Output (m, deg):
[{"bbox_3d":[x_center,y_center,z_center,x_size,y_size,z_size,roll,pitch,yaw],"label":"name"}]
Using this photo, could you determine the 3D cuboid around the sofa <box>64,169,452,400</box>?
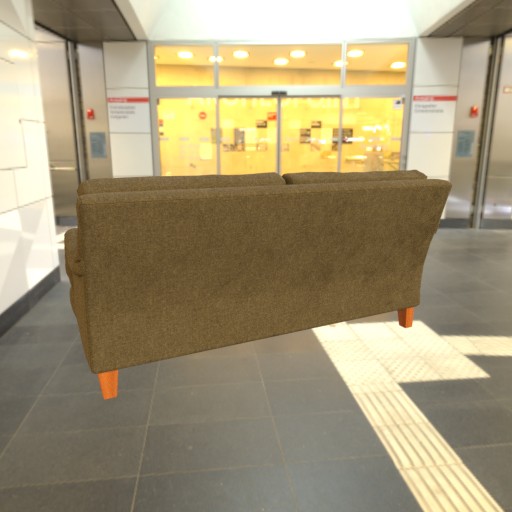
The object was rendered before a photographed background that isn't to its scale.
[{"bbox_3d":[0.000,0.000,2.755,2.160,1.054,1.087,-7,15,-26],"label":"sofa"}]
